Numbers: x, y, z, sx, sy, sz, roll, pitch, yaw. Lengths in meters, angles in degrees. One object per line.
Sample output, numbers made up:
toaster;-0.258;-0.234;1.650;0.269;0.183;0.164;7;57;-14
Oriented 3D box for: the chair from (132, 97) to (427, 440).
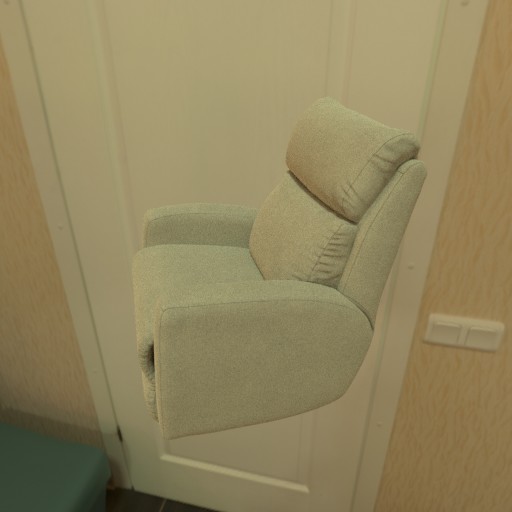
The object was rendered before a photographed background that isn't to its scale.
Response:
chair;0.000;0.000;1.669;0.940;1.021;0.794;-8;31;-13
